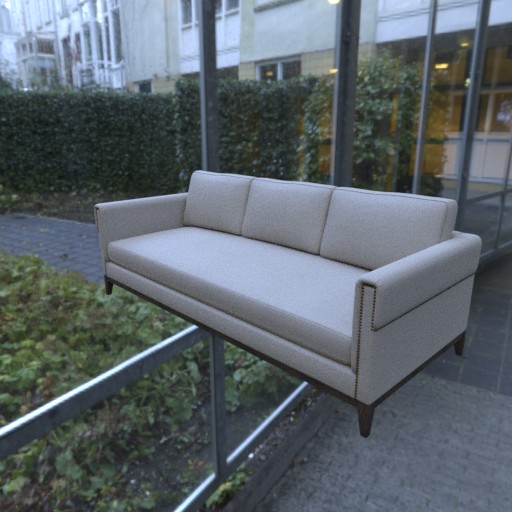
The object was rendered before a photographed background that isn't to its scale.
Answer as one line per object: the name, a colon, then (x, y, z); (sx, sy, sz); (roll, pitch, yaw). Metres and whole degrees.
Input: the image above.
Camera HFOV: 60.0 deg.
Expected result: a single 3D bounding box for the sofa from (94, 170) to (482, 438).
sofa: (0.000, 0.000, 2.658); (0.959, 0.838, 2.210); (-15, 22, -42)
